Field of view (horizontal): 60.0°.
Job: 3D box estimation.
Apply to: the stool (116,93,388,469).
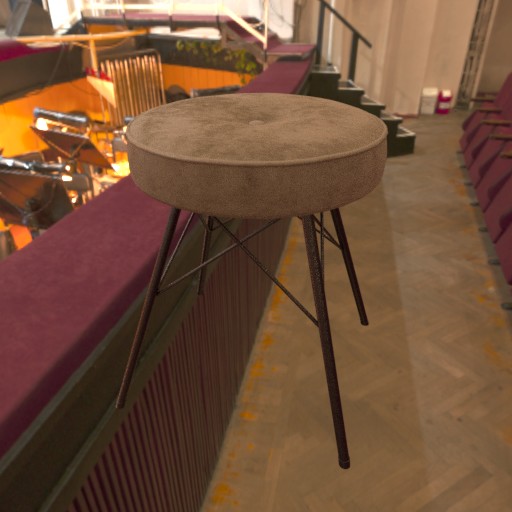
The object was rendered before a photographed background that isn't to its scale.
[{"bbox_3d":[0.000,0.000,0.842,0.457,0.538,0.423,9,32,14],"label":"stool"}]
